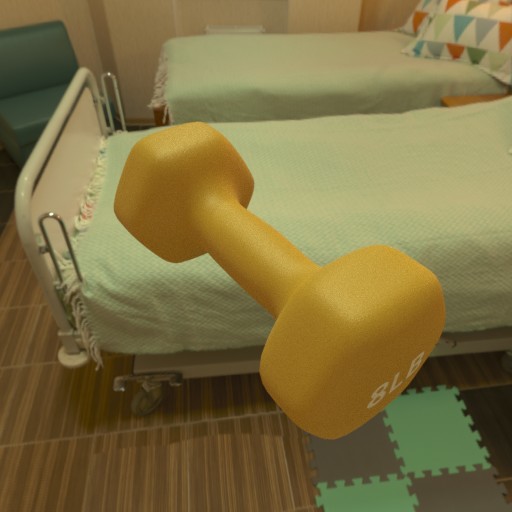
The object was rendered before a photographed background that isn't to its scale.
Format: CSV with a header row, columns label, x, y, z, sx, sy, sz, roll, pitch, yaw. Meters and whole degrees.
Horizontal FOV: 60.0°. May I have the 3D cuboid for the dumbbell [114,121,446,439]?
label,x,y,z,sx,sy,sz,roll,pitch,yaw
dumbbell,0.000,0.000,0.235,0.090,0.082,0.190,-26,48,-26
